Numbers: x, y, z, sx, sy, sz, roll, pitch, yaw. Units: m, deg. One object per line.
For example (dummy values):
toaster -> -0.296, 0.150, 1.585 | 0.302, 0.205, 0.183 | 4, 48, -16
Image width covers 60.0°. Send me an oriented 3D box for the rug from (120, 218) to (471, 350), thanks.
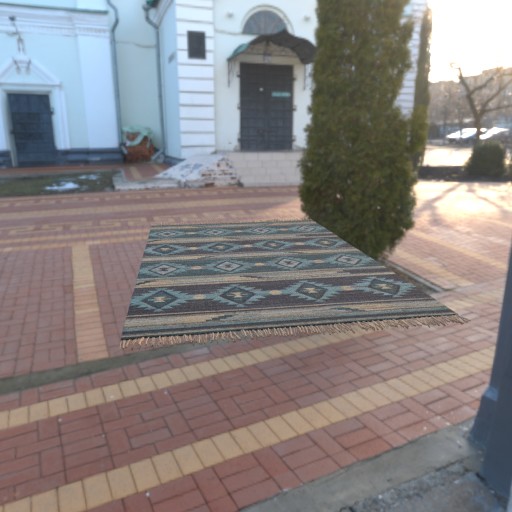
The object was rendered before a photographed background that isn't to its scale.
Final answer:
rug -> 0.000, 0.000, 2.348 | 1.181, 0.028, 1.936 | -3, 16, -9
